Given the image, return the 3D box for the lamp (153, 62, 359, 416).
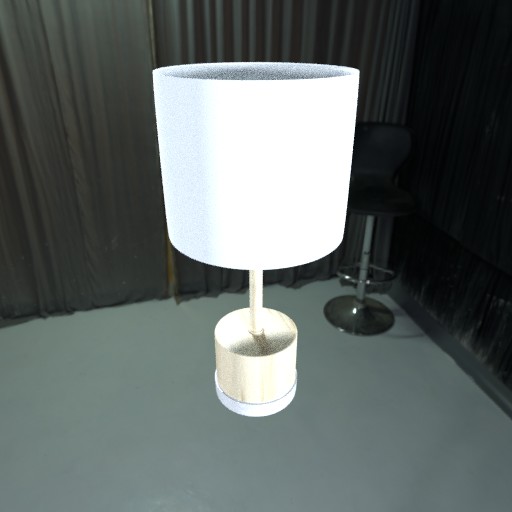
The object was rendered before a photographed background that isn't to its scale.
[{"bbox_3d":[0.000,0.000,0.604,0.229,0.470,0.229,-8,28,-15],"label":"lamp"}]
